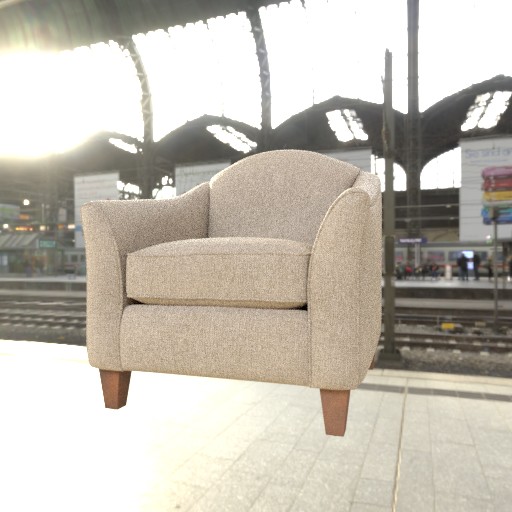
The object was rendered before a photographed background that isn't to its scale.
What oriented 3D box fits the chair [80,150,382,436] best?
[{"bbox_3d":[0.000,0.000,1.430,0.763,0.839,0.787,0,-1,18],"label":"chair"}]
